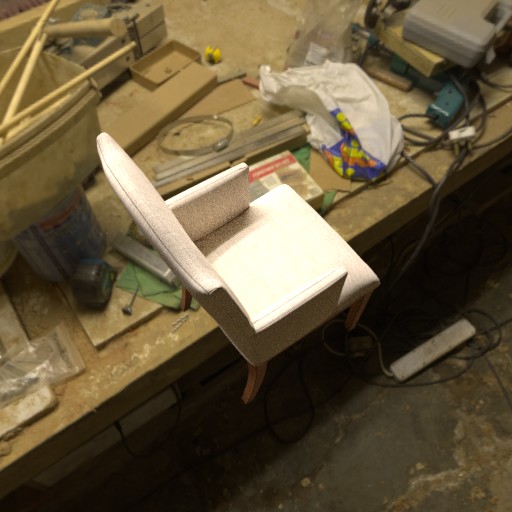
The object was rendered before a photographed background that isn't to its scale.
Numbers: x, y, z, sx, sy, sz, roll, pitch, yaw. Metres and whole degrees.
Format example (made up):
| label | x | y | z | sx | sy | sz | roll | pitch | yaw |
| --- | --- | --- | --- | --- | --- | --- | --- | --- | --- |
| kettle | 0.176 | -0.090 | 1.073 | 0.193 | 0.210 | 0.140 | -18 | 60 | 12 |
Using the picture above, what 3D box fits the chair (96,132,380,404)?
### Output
| label | x | y | z | sx | sy | sz | roll | pitch | yaw |
| --- | --- | --- | --- | --- | --- | --- | --- | --- | --- |
| chair | 0.000 | 0.000 | 1.369 | 0.641 | 1.016 | 0.533 | -30 | 62 | -18 |
